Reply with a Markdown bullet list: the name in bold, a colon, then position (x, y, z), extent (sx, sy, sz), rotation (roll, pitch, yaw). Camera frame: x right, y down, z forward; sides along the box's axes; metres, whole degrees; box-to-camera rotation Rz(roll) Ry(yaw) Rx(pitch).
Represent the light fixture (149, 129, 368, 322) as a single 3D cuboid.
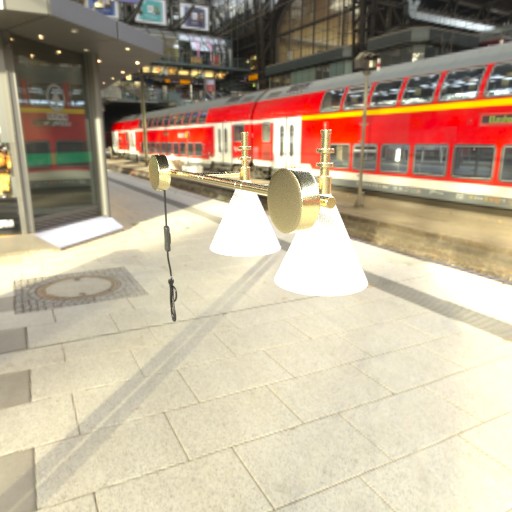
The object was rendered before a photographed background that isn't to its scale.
- **light fixture**: position (0.000, 0.000, 0.862), extent (0.239, 0.468, 0.642), rotation (-8, 17, -28)
